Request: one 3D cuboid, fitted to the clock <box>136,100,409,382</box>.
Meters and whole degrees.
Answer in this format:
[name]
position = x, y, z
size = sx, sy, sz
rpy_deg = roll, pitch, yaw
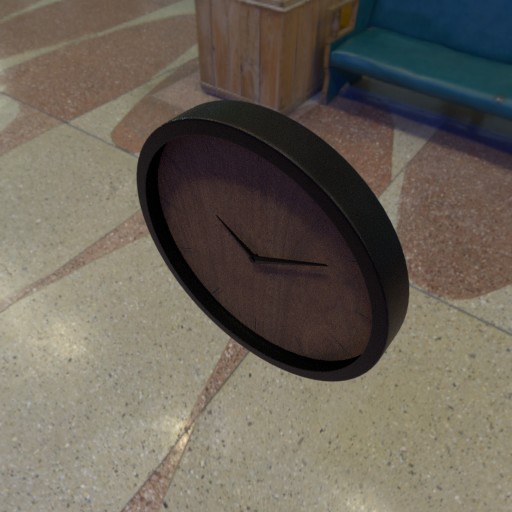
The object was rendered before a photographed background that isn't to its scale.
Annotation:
[clock]
position = 0.000, 0.000, 0.460
size = 0.314, 0.314, 0.040
rpy_deg = 30, 53, 25
